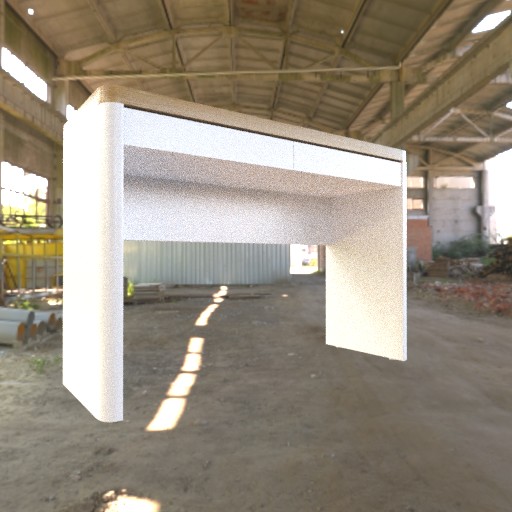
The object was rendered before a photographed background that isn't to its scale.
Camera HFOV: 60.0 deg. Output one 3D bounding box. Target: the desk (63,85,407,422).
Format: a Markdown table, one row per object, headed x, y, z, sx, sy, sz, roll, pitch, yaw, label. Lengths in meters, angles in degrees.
| x | y | z | sx | sy | sz | roll | pitch | yaw | label |
| --- | --- | --- | --- | --- | --- | --- | --- | --- | --- |
| 0.000 | 0.000 | 1.449 | 1.100 | 0.760 | 0.390 | 0 | -1 | -35 | desk |
